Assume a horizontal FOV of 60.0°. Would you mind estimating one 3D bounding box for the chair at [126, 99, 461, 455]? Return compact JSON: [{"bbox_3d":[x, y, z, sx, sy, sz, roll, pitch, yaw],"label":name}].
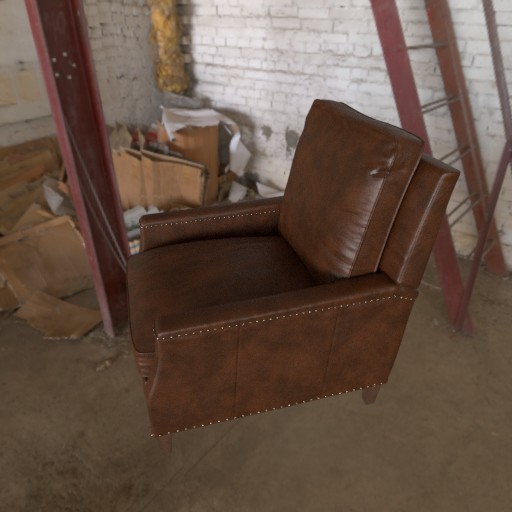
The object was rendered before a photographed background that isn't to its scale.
[{"bbox_3d":[0.000,0.000,1.762,1.035,1.054,0.854,-8,32,-14],"label":"chair"}]
